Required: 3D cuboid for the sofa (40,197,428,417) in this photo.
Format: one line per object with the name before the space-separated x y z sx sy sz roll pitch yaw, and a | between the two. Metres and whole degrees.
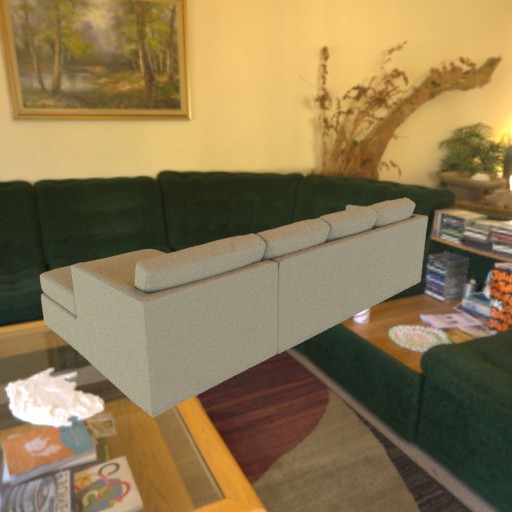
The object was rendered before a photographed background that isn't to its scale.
sofa | 0.000 0.000 3.931 3.177 0.867 1.622 -16 23 -42
